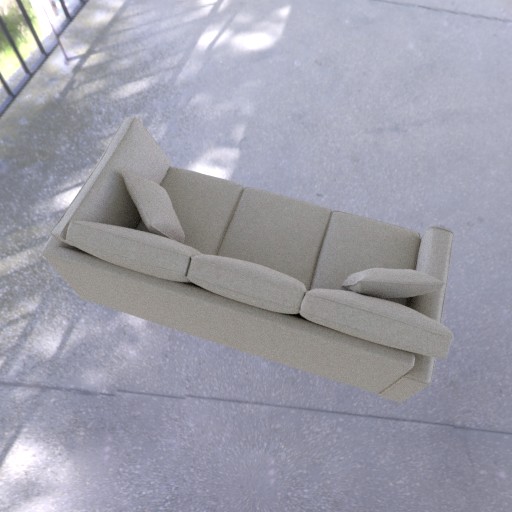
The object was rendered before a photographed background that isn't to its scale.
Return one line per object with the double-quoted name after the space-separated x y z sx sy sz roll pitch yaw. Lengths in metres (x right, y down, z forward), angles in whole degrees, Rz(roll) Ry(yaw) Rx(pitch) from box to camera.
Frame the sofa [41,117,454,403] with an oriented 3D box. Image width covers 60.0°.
0.000 0.000 2.876 2.317 0.962 1.061 16 63 8 "sofa"
